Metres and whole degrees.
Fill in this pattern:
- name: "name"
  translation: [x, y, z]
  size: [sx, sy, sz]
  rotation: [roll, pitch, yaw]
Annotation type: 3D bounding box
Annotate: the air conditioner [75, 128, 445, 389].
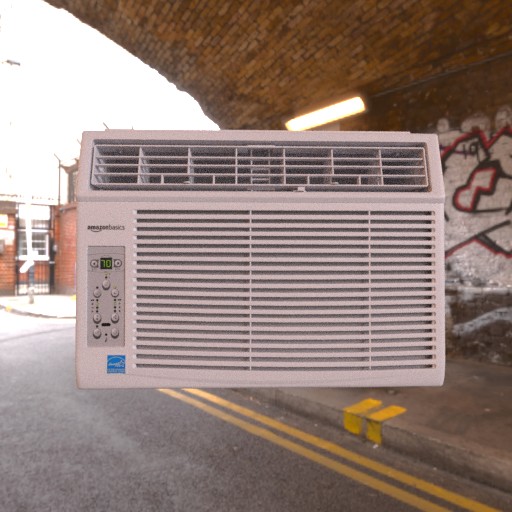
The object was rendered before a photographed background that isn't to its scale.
- name: "air conditioner"
  translation: [0.000, 0.000, 0.843]
  size: [0.503, 0.388, 0.546]
  rotation: [0, -1, -2]
